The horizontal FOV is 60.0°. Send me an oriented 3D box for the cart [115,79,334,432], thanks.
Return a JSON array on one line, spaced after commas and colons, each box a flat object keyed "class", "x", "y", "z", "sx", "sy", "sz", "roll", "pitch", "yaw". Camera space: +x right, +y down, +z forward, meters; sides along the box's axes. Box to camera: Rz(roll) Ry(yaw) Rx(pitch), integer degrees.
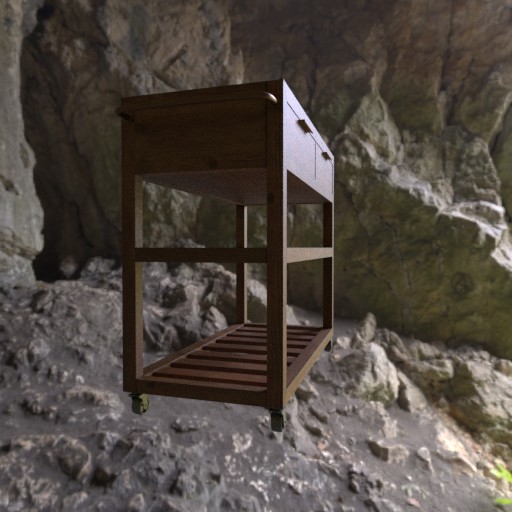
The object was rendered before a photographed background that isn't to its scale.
[{"class": "cart", "x": 0.000, "y": 0.000, "z": 1.520, "sx": 0.445, "sy": 0.830, "sz": 1.065, "roll": 0, "pitch": 1, "yaw": 17}]
